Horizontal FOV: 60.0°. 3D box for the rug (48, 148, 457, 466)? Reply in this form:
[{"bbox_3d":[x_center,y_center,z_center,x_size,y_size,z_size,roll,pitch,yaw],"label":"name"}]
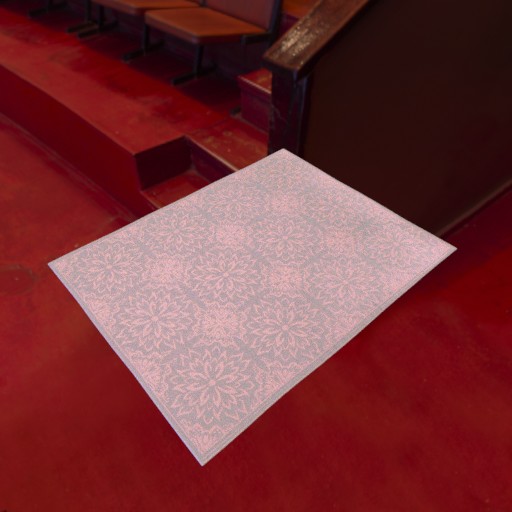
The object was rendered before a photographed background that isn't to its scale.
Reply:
[{"bbox_3d":[0.000,0.000,4.108,2.980,0.012,2.363,-32,53,-28],"label":"rug"}]
